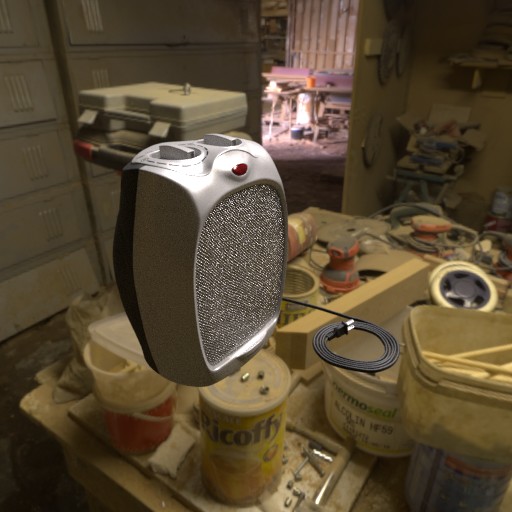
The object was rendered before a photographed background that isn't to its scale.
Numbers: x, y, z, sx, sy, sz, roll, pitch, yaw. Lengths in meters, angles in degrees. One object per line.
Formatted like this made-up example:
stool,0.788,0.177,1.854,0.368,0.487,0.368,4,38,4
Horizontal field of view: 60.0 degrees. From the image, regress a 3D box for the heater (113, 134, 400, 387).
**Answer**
heater,0.000,0.000,0.472,0.291,0.240,0.239,18,32,32
